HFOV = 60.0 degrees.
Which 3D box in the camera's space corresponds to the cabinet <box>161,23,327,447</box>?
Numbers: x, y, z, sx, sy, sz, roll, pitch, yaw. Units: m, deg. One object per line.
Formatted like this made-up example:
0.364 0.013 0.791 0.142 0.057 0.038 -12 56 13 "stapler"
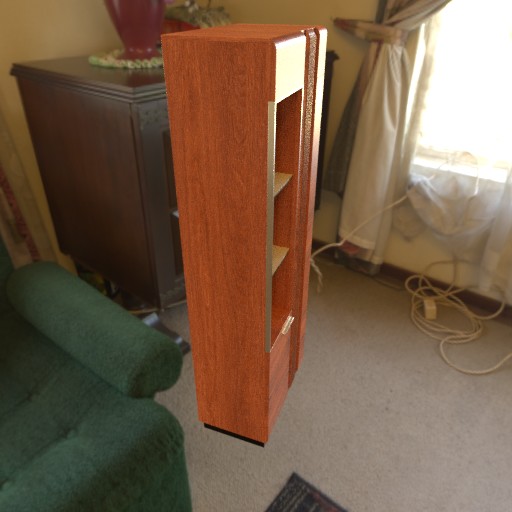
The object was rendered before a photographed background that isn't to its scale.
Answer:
0.000 0.000 2.173 0.420 1.980 0.660 11 33 18 "cabinet"
